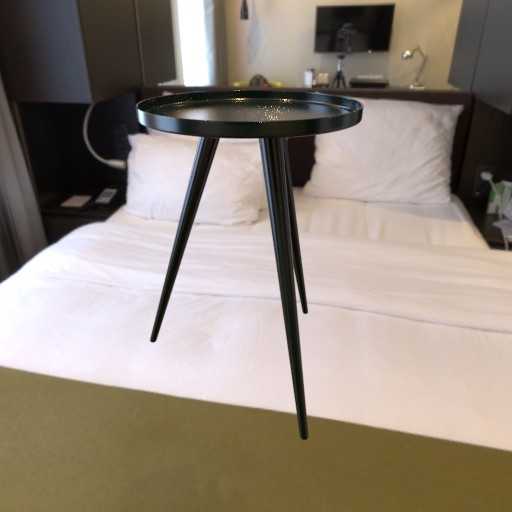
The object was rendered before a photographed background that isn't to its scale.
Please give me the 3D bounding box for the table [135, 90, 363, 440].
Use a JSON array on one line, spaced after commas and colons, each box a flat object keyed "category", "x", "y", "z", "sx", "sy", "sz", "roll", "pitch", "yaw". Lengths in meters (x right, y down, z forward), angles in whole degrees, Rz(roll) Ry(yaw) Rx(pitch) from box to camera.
[{"category": "table", "x": 0.000, "y": 0.000, "z": 0.838, "sx": 0.403, "sy": 0.548, "sz": 0.415, "roll": -9, "pitch": 28, "yaw": -18}]
